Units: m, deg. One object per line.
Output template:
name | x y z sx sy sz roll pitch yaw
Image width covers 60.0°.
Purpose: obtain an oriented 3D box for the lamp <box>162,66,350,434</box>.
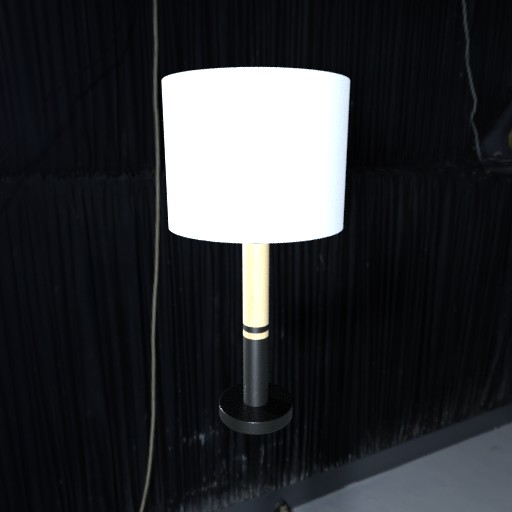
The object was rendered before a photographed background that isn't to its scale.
lamp | 0.000 0.000 0.805 0.305 0.640 0.305 -7 16 -26
